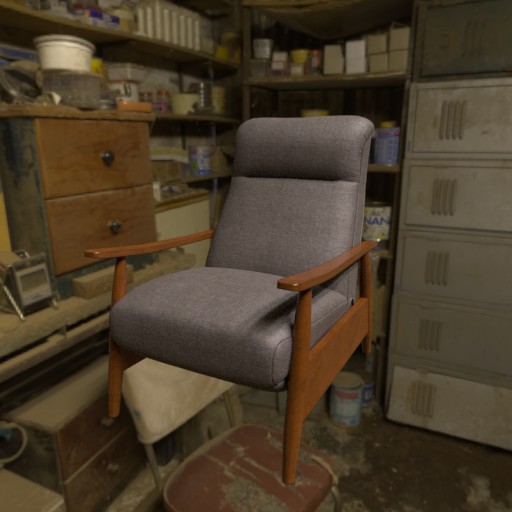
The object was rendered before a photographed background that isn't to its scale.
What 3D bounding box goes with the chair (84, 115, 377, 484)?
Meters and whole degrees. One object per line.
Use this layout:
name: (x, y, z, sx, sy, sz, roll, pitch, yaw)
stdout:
chair: (0.000, 0.000, 1.737, 0.762, 1.081, 1.014, 8, 17, 27)
